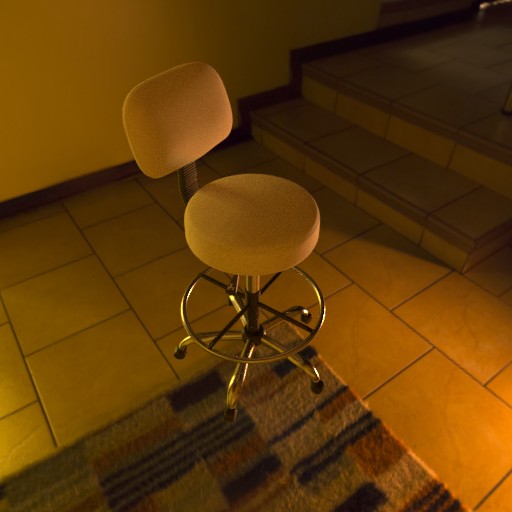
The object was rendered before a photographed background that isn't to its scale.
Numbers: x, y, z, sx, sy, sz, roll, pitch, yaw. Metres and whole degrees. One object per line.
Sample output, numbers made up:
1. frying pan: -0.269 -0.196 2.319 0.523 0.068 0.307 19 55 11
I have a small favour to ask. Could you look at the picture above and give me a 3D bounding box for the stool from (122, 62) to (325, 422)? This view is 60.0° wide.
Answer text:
1. stool: 0.000 0.000 1.458 0.616 1.080 0.609 24 47 25
